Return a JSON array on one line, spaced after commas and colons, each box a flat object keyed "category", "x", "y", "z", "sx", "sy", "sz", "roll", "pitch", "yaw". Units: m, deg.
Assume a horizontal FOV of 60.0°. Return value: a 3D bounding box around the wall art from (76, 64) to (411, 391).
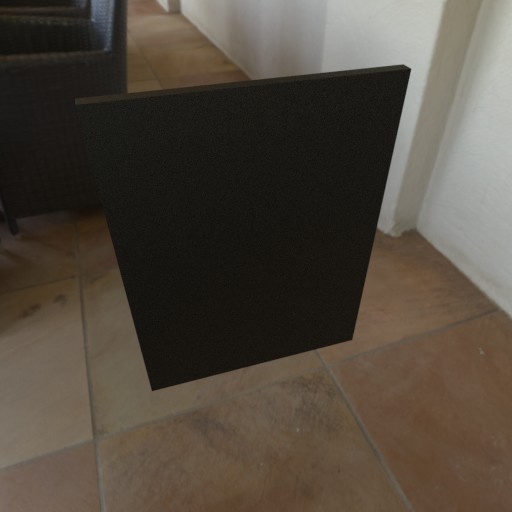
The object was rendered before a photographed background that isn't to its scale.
[{"category": "wall art", "x": 0.000, "y": 0.000, "z": 1.380, "sx": 0.806, "sy": 1.062, "sz": 0.038, "roll": -11, "pitch": 41, "yaw": -13}]
